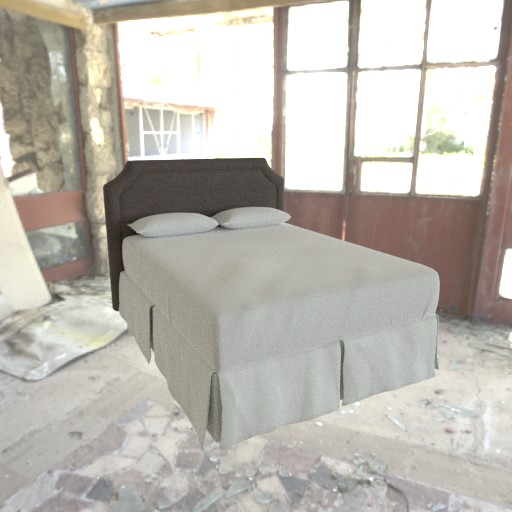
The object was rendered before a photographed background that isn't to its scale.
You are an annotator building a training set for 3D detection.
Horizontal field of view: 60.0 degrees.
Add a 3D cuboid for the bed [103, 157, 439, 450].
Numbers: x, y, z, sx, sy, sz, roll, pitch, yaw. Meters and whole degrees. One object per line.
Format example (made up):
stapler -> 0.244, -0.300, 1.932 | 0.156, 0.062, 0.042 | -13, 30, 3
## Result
bed -> 0.000, 0.000, 3.181 | 1.693, 1.290, 2.116 | -8, 17, -28
